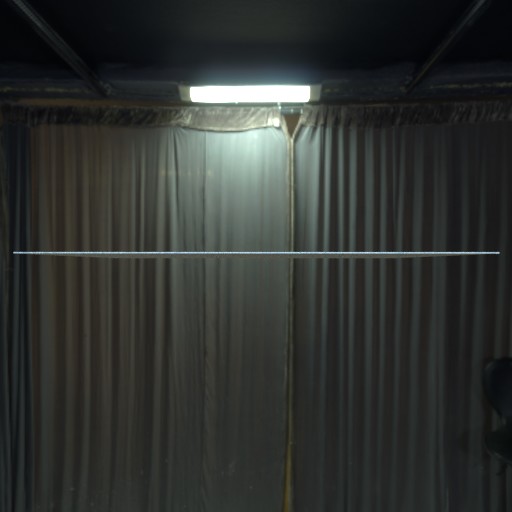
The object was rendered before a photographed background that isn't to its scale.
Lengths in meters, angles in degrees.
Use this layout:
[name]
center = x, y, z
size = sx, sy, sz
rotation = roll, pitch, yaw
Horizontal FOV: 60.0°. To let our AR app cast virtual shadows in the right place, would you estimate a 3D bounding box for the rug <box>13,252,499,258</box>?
[rug]
center = 0.000, 0.000, 3.630
size = 2.895, 0.006, 1.982
rotation = 0, -1, -1
